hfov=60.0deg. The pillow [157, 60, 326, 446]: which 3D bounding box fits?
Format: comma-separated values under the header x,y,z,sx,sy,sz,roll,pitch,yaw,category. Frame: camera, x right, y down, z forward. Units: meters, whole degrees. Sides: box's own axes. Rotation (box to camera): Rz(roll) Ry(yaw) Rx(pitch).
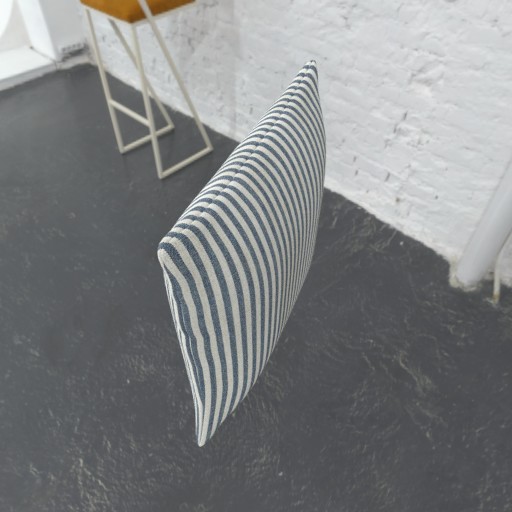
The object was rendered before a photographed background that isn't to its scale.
x,y,z,sx,sy,sz,roll,pitch,yaw,category
0.000,0.000,0.792,0.166,0.510,0.523,16,48,15,pillow
